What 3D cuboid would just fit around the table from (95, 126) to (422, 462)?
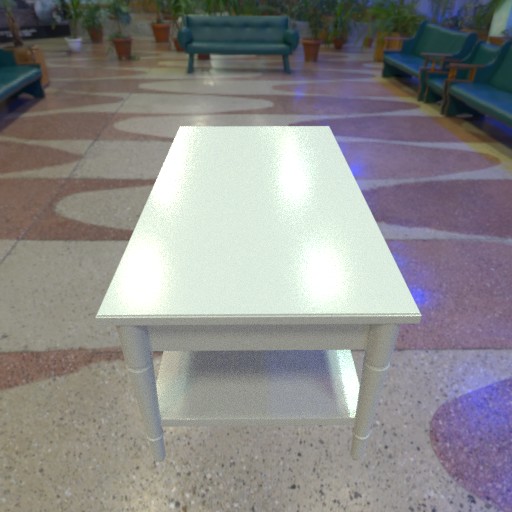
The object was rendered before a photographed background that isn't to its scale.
[{"bbox_3d":[0.000,0.000,1.327,0.559,0.457,1.067,0,33,0],"label":"table"}]
